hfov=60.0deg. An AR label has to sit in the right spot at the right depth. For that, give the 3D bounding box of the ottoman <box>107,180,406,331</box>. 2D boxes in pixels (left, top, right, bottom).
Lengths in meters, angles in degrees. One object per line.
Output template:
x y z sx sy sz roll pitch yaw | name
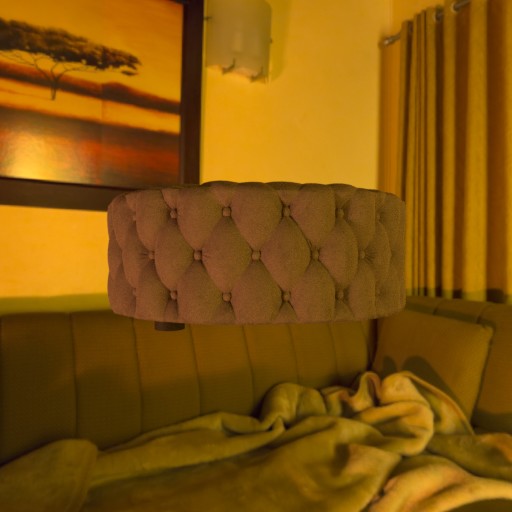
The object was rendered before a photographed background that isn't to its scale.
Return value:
0.000 0.000 1.545 0.998 0.399 0.998 0 0 0 | ottoman
